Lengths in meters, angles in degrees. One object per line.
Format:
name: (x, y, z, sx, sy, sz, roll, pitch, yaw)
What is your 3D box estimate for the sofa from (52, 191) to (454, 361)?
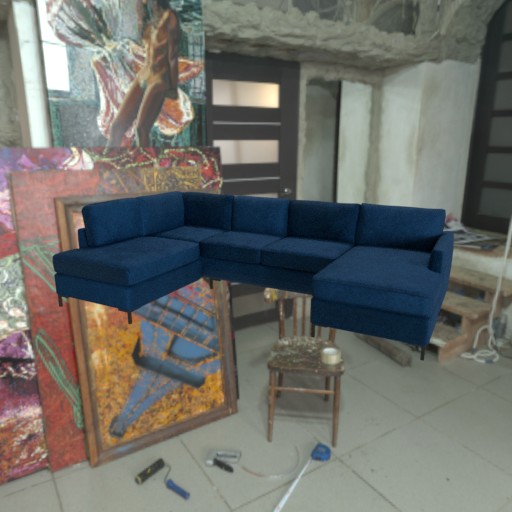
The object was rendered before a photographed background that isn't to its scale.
sofa: (0.000, 0.000, 4.378, 3.434, 0.992, 2.055, 8, 16, 27)
